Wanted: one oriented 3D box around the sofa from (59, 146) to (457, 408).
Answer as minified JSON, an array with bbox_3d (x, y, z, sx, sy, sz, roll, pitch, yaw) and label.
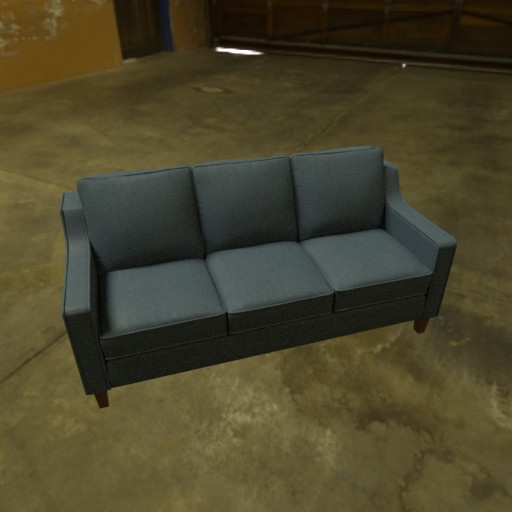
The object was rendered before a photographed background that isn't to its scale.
[{"bbox_3d":[0.000,0.000,2.541,1.986,0.974,0.911,-9,33,-15],"label":"sofa"}]
